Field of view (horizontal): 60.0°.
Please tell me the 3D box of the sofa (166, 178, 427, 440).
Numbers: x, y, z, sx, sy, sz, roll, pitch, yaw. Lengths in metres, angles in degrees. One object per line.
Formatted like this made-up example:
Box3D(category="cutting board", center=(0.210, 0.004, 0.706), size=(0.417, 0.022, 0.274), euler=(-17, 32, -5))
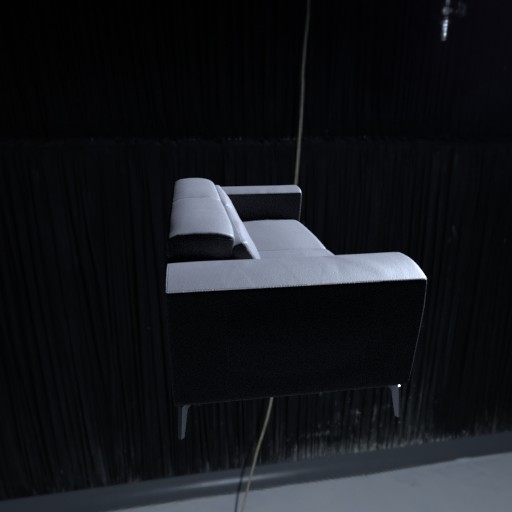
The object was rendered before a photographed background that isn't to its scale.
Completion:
Box3D(category="sofa", center=(0.000, 0.000, 2.823), size=(1.048, 0.814, 2.330), euler=(-3, 18, -8))
